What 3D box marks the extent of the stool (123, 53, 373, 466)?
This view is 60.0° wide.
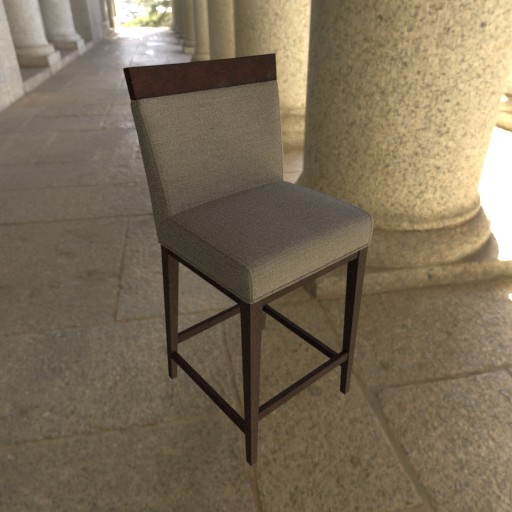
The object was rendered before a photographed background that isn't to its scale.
[{"bbox_3d":[0.000,0.000,1.412,0.511,1.117,0.531,-23,37,-34],"label":"stool"}]
